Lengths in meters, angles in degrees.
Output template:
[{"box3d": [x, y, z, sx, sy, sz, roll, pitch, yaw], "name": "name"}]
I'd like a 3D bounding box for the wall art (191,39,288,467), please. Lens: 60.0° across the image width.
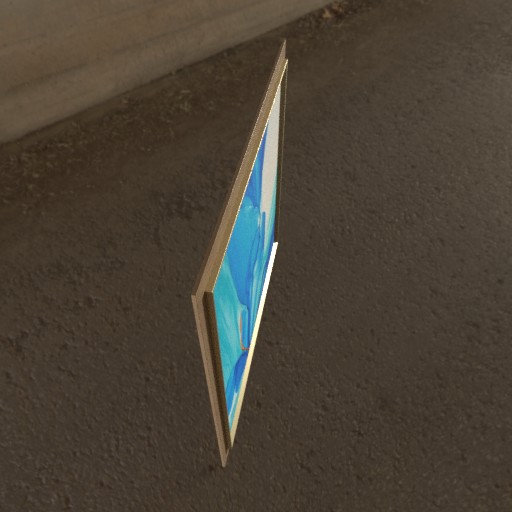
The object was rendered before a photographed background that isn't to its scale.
[{"box3d": [0.000, 0.000, 1.622, 0.025, 1.067, 1.168, 8, 49, 7], "name": "wall art"}]
